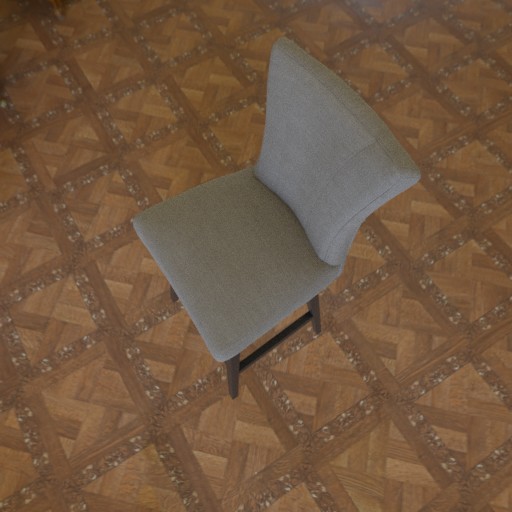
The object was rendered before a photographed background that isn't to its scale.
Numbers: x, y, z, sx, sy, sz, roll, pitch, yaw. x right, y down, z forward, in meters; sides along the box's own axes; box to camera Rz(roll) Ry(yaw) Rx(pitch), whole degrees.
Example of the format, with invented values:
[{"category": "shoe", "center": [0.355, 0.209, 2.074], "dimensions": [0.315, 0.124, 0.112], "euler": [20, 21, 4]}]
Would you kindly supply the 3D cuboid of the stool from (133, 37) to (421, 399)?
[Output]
[{"category": "stool", "center": [0.000, 0.000, 1.423], "dimensions": [0.574, 1.086, 0.514], "euler": [-31, 68, -14]}]
